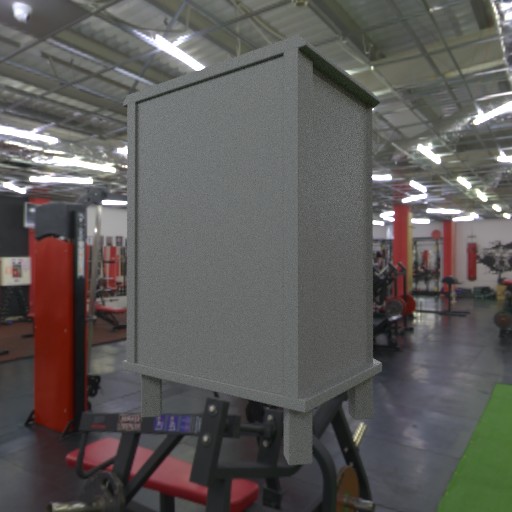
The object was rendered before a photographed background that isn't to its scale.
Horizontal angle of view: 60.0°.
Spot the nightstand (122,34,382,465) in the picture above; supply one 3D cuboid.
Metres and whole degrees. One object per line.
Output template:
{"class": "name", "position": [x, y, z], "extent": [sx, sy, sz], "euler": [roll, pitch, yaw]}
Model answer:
{"class": "nightstand", "position": [0.000, 0.000, 0.950], "extent": [0.450, 0.680, 0.350], "euler": [0, -1, 37]}
